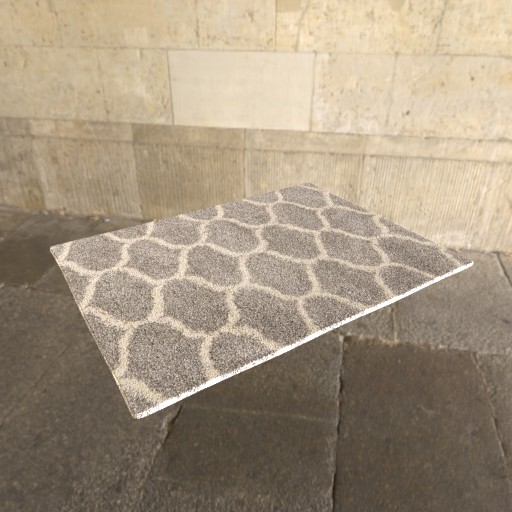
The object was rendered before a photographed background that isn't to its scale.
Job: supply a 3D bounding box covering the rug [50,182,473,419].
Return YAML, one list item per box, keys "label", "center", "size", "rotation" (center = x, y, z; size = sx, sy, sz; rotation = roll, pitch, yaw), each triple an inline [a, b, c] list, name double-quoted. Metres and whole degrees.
- label: "rug"
  center: [0.000, 0.000, 2.078]
  size: [1.600, 0.025, 1.200]
  rotation: [-18, 35, -28]
